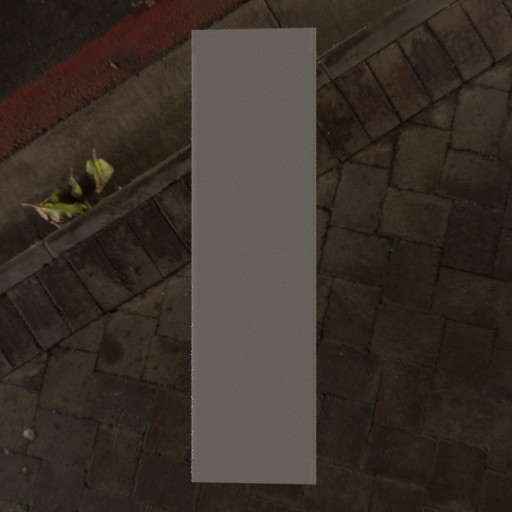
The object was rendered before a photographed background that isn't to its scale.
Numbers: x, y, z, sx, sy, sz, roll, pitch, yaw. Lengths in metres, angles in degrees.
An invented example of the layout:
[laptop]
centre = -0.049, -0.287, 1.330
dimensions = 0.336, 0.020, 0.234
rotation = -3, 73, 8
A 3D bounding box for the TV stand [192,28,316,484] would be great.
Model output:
[TV stand]
centre = 0.000, 0.000, 1.684
dimensions = 0.410, 0.440, 1.500
rotation = 0, 90, 2
